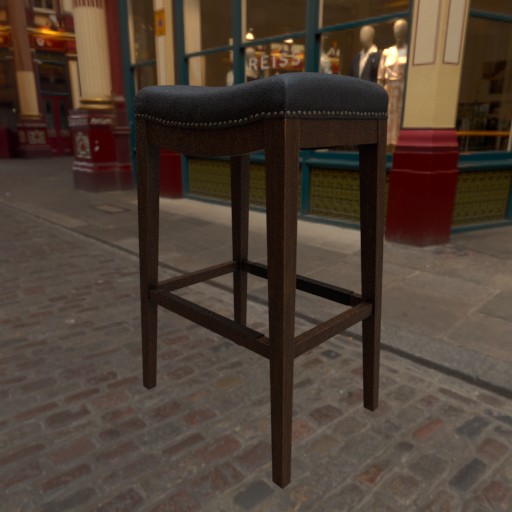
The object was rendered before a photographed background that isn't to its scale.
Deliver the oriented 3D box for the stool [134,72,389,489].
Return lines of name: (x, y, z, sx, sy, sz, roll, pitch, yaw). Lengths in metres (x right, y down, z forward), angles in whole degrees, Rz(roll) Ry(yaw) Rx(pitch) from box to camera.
stool: (0.000, 0.000, 1.039, 0.500, 0.765, 0.361, 16, 23, 42)
